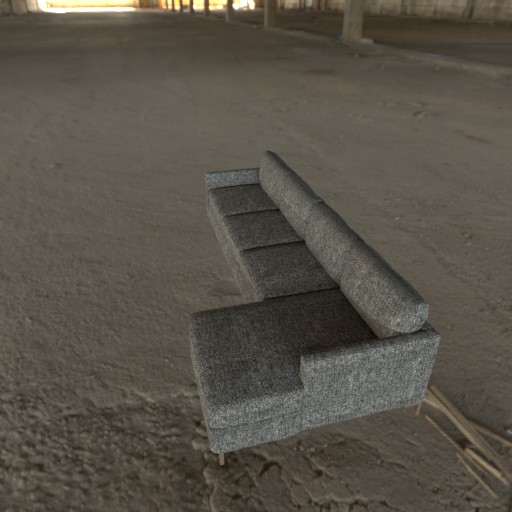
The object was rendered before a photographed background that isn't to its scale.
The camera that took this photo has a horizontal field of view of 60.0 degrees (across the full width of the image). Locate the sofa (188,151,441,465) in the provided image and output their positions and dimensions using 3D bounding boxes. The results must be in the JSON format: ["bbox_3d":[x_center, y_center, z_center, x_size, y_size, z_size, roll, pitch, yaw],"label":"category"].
[{"bbox_3d":[0.000,0.000,4.087,1.488,0.970,3.384,-8,31,-13],"label":"sofa"}]
